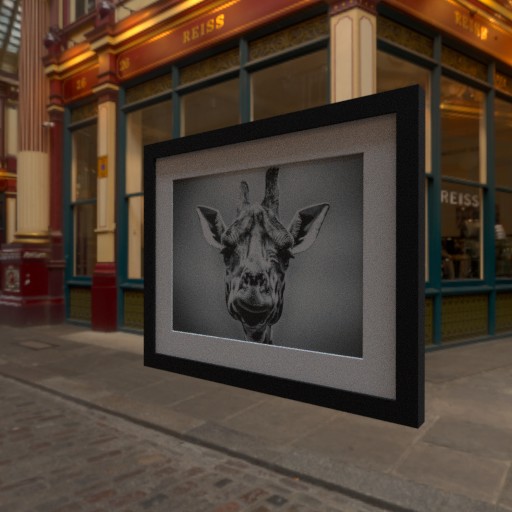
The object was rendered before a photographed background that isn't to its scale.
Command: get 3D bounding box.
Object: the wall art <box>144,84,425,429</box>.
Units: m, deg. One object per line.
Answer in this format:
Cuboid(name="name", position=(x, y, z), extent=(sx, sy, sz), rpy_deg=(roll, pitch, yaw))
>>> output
Cuboid(name="wall art", position=(0.000, 0.000, 0.765), extent=(0.558, 0.457, 0.031), rpy_deg=(0, 0, 37))
